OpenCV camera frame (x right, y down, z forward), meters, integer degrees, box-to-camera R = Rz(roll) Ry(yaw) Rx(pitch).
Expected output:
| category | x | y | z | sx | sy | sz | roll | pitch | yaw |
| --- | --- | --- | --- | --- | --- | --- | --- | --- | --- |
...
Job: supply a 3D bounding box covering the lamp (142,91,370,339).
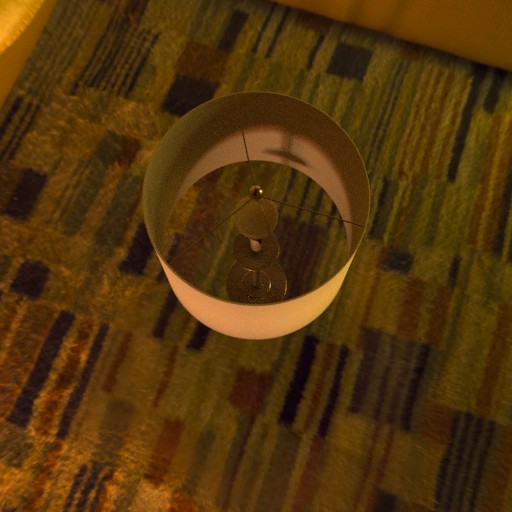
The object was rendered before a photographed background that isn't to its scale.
| category | x | y | z | sx | sy | sz | roll | pitch | yaw |
| --- | --- | --- | --- | --- | --- | --- | --- | --- | --- |
| lamp | 0.000 | 0.000 | 0.875 | 0.333 | 0.696 | 0.333 | 0 | 77 | 0 |
